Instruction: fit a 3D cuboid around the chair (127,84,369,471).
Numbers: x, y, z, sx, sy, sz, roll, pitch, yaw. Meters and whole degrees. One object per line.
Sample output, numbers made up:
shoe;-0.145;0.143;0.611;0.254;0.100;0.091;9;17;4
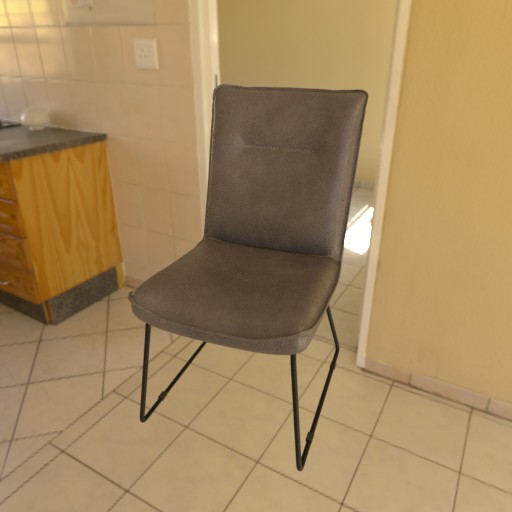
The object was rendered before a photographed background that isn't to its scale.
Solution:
chair;0.000;0.000;1.363;0.515;0.932;0.688;9;27;18
